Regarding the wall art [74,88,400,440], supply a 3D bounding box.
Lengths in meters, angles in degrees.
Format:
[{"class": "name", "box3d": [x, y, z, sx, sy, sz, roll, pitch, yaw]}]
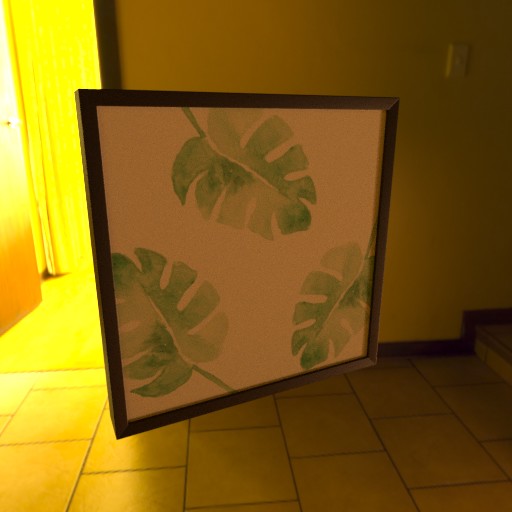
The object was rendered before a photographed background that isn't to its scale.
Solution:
[{"class": "wall art", "box3d": [0.000, 0.000, 0.444, 0.304, 0.304, 0.038, -8, 19, -25]}]
